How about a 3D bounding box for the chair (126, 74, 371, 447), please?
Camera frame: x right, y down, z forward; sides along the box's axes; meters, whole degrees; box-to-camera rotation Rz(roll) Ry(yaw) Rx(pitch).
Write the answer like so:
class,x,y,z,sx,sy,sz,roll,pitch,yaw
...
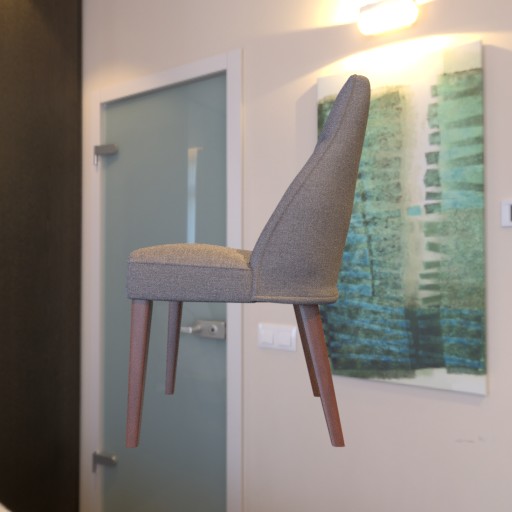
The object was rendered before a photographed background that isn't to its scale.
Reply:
class,x,y,z,sx,sy,sz,roll,pitch,yaw
chair,0.000,0.000,1.290,0.620,0.930,0.500,0,-1,1
